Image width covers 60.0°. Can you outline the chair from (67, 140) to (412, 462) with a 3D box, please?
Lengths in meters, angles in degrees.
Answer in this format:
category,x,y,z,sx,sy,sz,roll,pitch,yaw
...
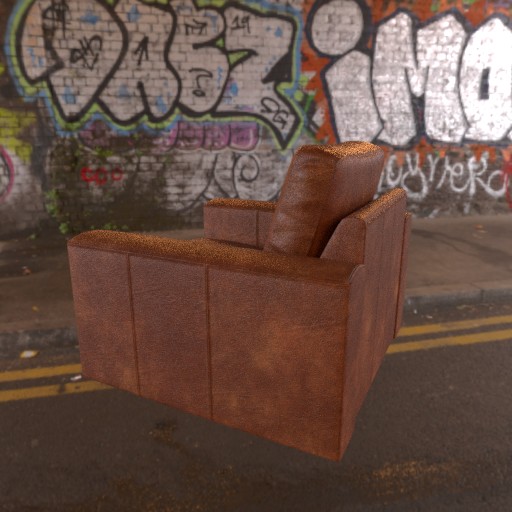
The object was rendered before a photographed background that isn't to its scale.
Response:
category,x,y,z,sx,sy,sz,roll,pitch,yaw
chair,0.000,0.000,1.743,1.016,0.873,1.005,8,18,26
